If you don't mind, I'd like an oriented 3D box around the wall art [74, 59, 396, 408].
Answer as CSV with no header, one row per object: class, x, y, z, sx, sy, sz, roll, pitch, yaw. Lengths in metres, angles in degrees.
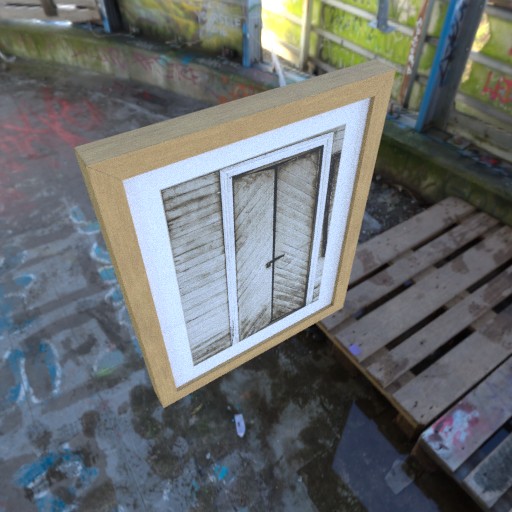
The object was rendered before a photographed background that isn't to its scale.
wall art,0.000,0.000,0.523,0.312,0.380,0.030,-25,50,-22
